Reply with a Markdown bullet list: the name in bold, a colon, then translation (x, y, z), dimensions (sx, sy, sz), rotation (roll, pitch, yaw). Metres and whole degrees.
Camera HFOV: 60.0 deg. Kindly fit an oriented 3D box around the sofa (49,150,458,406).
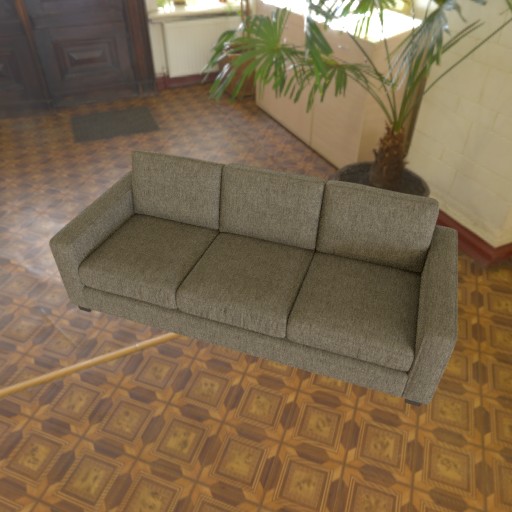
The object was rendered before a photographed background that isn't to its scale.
- **sofa**: translation (0.000, 0.000, 2.600), dimensions (2.160, 0.800, 0.900), rotation (13, 41, 15)
